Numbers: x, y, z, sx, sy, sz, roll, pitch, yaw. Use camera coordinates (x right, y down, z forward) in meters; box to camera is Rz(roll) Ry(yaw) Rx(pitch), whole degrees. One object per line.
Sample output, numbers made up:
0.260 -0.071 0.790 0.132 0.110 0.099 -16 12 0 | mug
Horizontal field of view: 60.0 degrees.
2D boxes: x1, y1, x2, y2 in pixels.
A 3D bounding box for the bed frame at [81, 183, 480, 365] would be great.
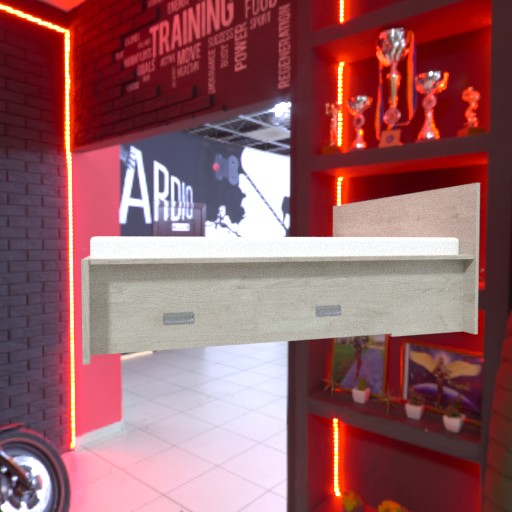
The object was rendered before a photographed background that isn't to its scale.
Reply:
0.000 0.000 2.823 1.960 0.800 1.622 -1 2 -17 | bed frame
